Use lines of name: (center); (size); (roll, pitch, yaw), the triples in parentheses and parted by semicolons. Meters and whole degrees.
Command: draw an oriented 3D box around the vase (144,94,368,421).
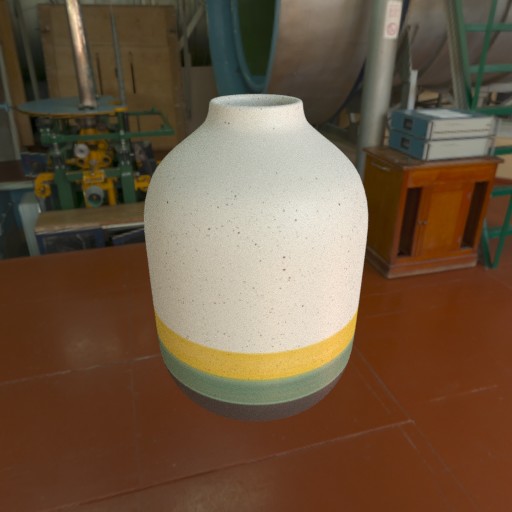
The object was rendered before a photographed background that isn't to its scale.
vase: (0.000, 0.000, 0.358); (0.169, 0.240, 0.169); (0, 27, 0)
